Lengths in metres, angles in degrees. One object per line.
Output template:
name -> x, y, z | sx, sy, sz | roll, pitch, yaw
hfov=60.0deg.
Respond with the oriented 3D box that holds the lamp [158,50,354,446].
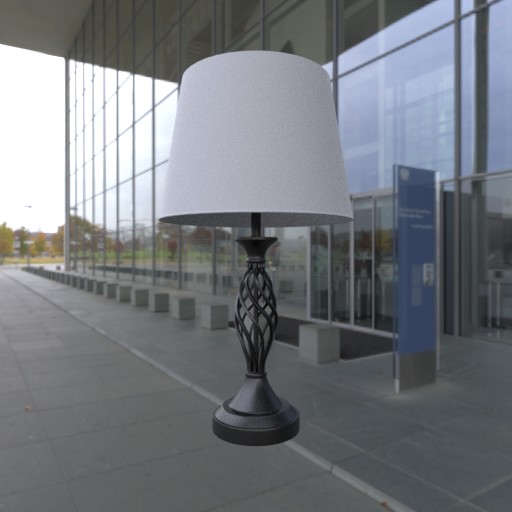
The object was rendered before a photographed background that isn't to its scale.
lamp -> 0.000, 0.000, 0.767 | 0.331, 0.594, 0.331 | 0, 0, 0
